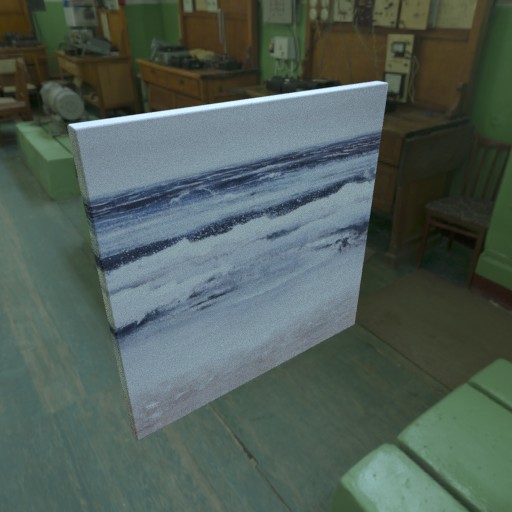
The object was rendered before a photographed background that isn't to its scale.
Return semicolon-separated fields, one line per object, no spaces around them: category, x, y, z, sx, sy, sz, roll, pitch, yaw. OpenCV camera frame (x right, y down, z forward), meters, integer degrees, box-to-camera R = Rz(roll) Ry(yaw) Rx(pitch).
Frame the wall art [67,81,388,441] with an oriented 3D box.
wall art;0.000;0.000;1.095;0.755;0.747;0.065;-20;36;-31
